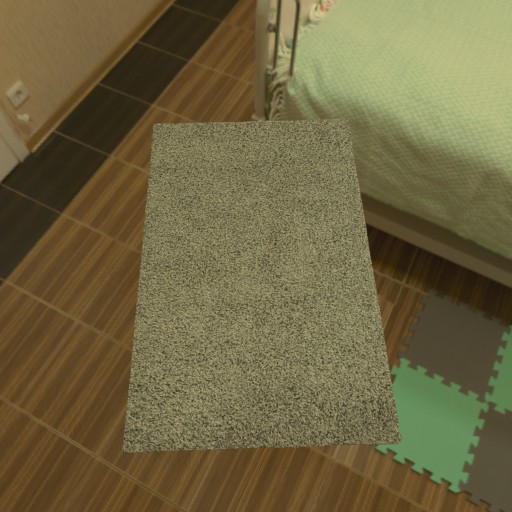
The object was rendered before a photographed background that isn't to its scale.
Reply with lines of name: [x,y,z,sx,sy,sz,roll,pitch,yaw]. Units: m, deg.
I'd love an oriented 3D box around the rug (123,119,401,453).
rug: [0.000,0.000,3.433,1.778,0.030,2.743,-2,63,-1]
